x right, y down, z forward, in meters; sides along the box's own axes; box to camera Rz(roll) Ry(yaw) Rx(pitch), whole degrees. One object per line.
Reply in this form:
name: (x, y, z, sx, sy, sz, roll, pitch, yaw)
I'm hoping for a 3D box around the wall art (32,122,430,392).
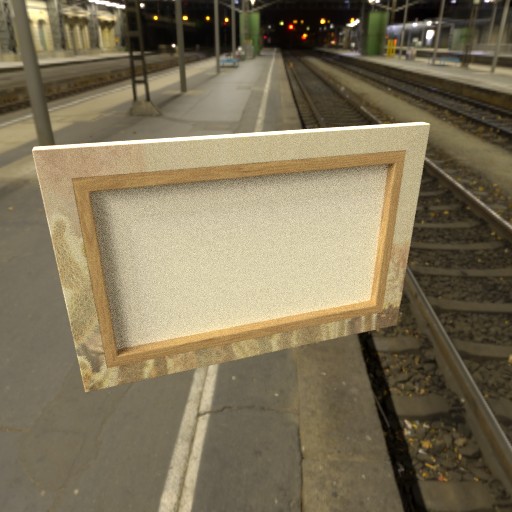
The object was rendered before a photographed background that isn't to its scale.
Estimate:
wall art: (0.000, 0.000, 1.405, 1.142, 0.758, 0.041, -8, 27, -17)
